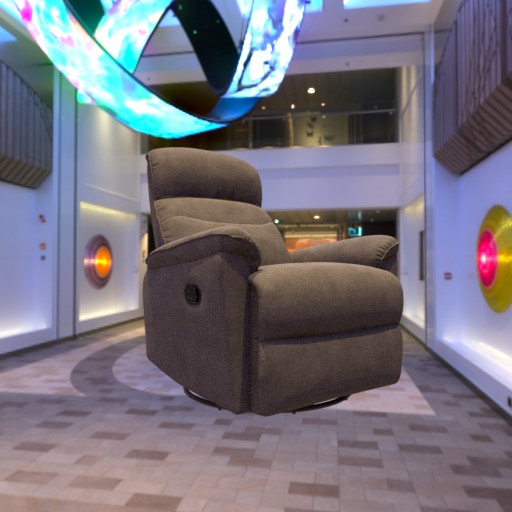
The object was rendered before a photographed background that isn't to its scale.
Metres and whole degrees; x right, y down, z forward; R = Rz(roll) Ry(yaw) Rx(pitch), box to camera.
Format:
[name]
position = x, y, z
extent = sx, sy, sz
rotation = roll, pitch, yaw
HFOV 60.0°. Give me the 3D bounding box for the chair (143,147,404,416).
[chair]
position = 0.000, 0.000, 1.819
extent = 0.830, 1.036, 1.009
rotation = 1, -1, -36
